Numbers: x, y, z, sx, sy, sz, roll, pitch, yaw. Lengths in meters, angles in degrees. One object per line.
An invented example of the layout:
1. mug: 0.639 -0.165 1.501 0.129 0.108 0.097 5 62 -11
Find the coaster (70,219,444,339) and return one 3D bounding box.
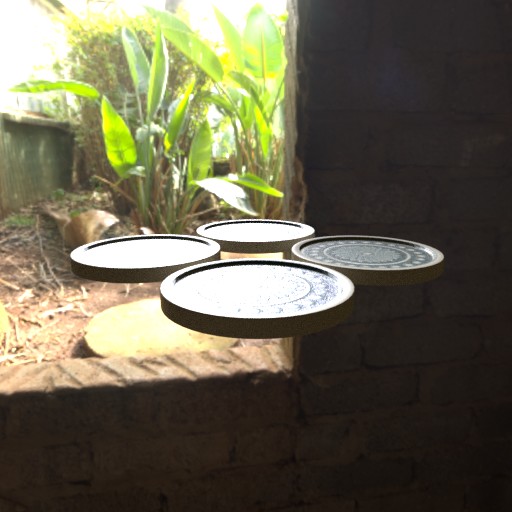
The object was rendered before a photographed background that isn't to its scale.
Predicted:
1. coaster: 0.000 0.000 0.329 0.220 0.010 0.224 -13 19 -43
